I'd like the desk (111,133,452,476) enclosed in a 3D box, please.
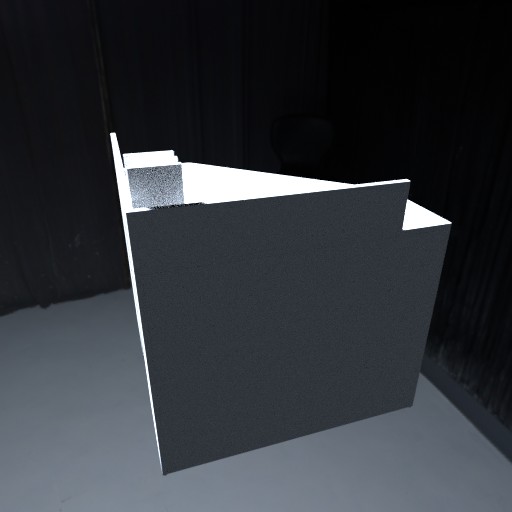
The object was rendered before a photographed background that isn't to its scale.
[{"bbox_3d":[0.000,0.000,1.729,0.940,0.986,0.940,-8,28,-16],"label":"desk"}]
